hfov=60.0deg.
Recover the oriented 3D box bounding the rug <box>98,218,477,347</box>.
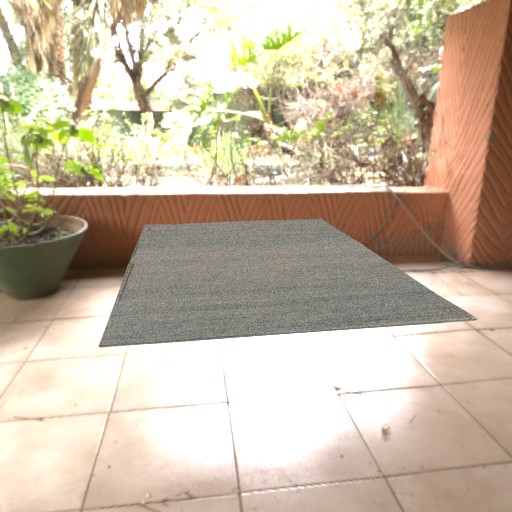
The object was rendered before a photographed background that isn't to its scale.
[{"bbox_3d":[0.000,0.000,2.920,1.613,0.030,2.306,-3,16,-9],"label":"rug"}]
